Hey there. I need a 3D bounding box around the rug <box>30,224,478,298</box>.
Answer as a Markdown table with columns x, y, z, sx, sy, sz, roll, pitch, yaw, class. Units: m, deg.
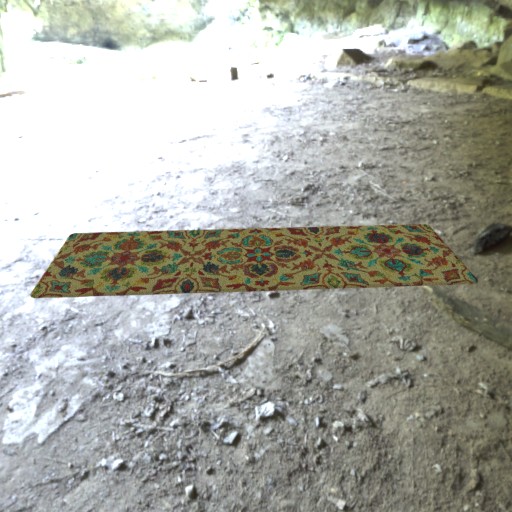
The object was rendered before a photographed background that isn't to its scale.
| x | y | z | sx | sy | sz | roll | pitch | yaw | class |
| --- | --- | --- | --- | --- | --- | --- | --- | --- | --- |
| 0.000 | 0.000 | 2.522 | 2.273 | 0.016 | 0.693 | -2 | 30 | -3 | rug |
